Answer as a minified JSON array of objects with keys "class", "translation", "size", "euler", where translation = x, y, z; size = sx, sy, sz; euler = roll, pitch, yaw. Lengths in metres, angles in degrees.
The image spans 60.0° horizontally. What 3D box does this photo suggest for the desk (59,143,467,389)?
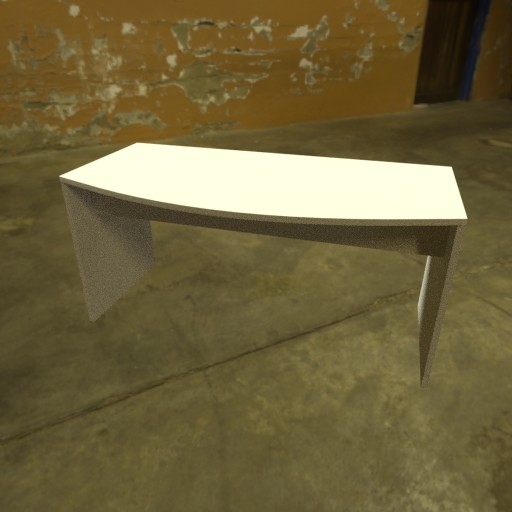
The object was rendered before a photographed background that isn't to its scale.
[{"class":"desk","translation":[0.000,0.000,2.039],"size":[1.600,0.750,0.802],"euler":[8,28,15]}]
